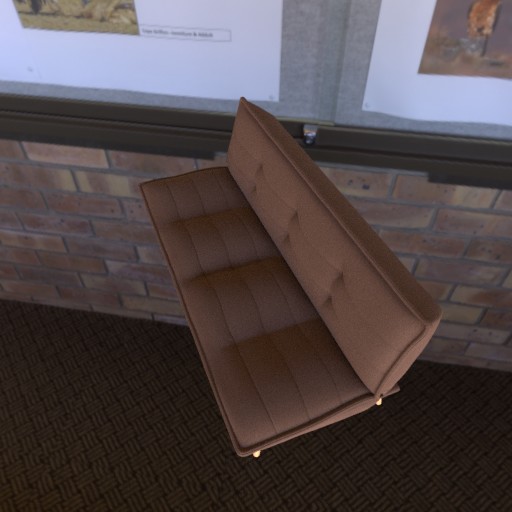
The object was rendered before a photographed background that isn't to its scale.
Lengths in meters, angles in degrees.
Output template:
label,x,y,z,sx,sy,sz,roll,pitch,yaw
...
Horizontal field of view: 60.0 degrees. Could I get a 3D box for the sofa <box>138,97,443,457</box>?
label,x,y,z,sx,sy,sz,roll,pitch,yaw
sofa,0.000,0.000,2.472,0.950,0.890,1.940,-17,48,-15
